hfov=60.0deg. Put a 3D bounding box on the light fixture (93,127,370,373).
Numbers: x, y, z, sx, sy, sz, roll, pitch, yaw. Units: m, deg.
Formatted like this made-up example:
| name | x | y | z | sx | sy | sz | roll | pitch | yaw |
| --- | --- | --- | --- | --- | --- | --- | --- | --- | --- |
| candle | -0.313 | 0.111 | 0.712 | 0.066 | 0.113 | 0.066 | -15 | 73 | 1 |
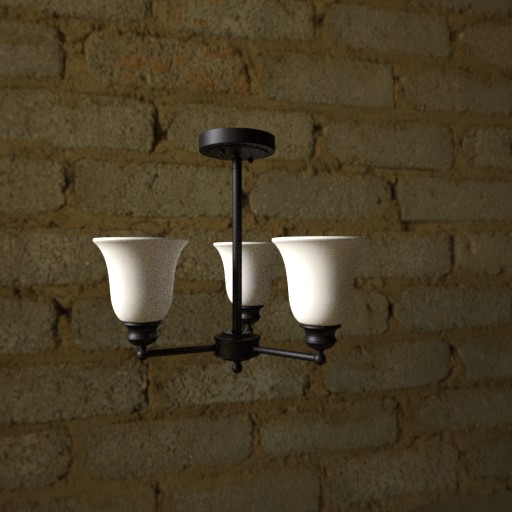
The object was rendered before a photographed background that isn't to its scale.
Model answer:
| name | x | y | z | sx | sy | sz | roll | pitch | yaw |
| --- | --- | --- | --- | --- | --- | --- | --- | --- | --- |
| light fixture | 0.000 | 0.000 | 0.677 | 0.354 | 0.370 | 0.388 | 0 | 0 | 36 |
